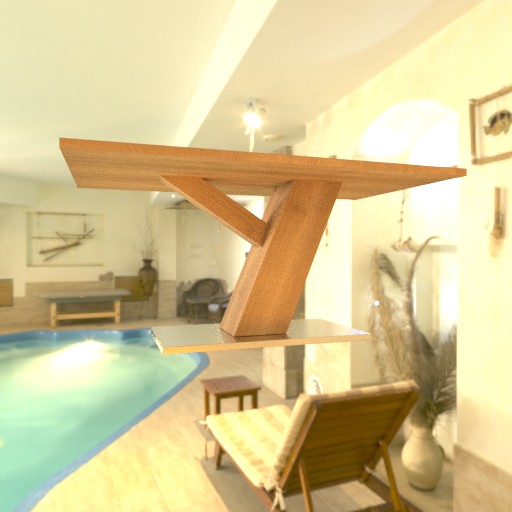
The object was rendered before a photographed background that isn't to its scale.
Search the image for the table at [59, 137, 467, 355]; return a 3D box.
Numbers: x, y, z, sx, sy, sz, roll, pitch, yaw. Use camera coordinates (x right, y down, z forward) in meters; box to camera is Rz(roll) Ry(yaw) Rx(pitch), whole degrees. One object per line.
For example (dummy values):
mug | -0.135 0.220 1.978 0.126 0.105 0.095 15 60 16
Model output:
table | 0.000 0.000 2.070 1.600 0.750 0.900 0 0 -18
